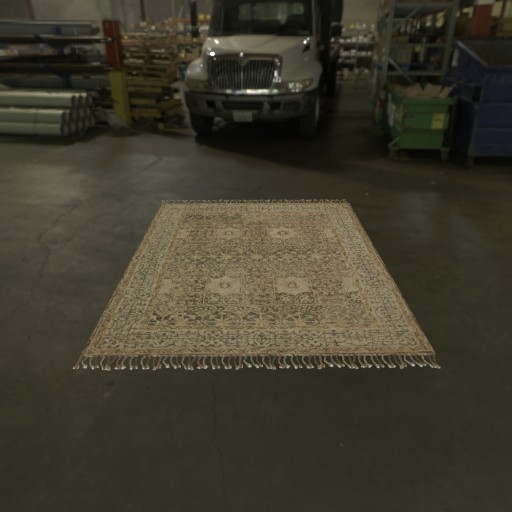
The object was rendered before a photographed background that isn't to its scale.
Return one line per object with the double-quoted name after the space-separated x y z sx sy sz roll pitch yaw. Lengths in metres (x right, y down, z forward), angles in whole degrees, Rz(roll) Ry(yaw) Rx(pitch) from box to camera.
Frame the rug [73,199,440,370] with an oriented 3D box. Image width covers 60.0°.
0.000 0.000 4.368 2.431 0.017 3.291 0 27 0 "rug"
